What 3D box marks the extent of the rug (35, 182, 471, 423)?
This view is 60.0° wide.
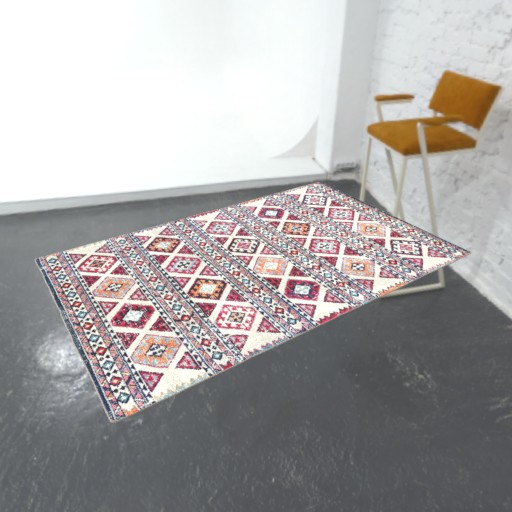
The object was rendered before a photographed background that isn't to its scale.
[{"bbox_3d":[0.000,0.000,2.911,2.440,0.010,1.545,-19,36,-29],"label":"rug"}]
